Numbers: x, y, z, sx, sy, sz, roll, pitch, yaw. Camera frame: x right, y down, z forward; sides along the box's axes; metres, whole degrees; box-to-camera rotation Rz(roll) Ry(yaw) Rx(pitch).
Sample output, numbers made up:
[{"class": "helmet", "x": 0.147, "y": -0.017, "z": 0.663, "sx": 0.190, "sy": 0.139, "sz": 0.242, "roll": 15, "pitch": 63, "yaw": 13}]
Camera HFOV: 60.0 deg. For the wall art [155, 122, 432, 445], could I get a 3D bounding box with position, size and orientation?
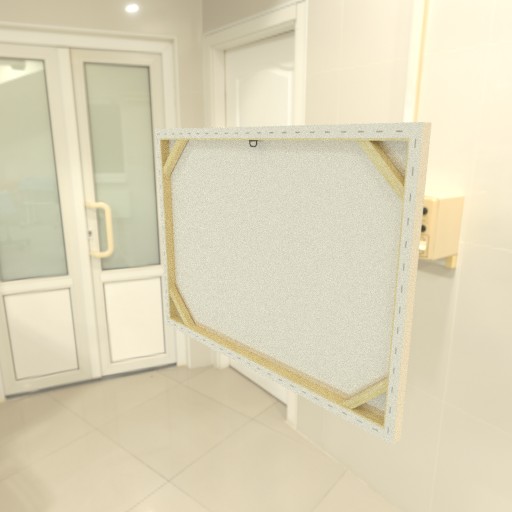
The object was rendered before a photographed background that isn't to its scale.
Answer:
[{"class": "wall art", "x": 0.000, "y": 0.000, "z": 1.360, "sx": 0.038, "sy": 0.762, "sz": 1.016, "roll": -14, "pitch": 20, "yaw": -42}]
